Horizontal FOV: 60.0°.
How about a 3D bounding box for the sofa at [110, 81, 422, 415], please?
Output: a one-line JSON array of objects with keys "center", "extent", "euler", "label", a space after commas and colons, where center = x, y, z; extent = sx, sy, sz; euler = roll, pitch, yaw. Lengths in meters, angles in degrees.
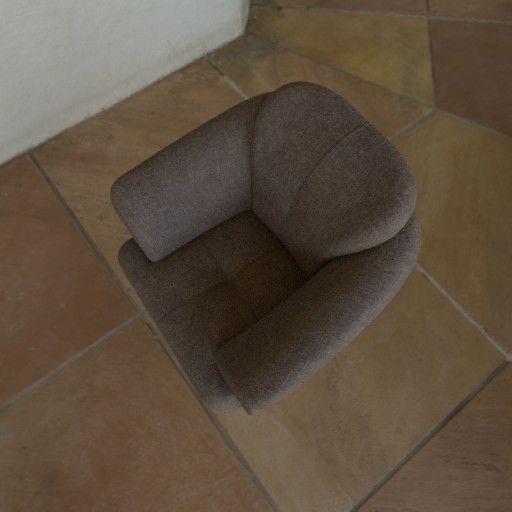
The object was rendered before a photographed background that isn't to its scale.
[{"center": [0.000, 0.000, 1.489], "extent": [0.794, 0.811, 0.870], "euler": [-32, 68, -14], "label": "sofa"}]
